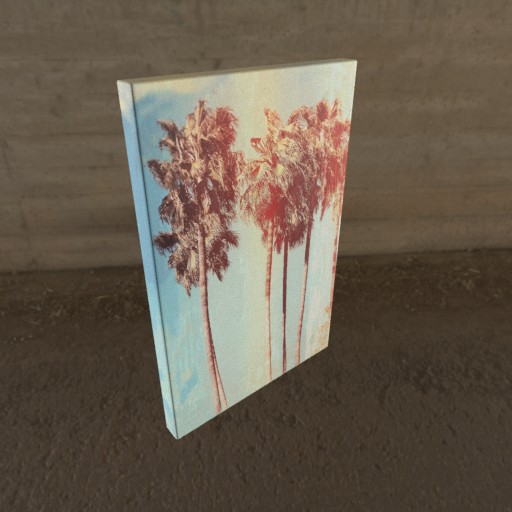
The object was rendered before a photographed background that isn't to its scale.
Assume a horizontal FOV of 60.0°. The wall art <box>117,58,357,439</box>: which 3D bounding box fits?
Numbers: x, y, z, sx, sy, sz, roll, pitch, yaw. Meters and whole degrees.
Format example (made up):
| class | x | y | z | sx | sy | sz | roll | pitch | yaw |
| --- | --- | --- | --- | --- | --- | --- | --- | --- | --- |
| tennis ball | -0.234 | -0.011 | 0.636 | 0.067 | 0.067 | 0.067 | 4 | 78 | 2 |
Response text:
| class | x | y | z | sx | sy | sz | roll | pitch | yaw |
| --- | --- | --- | --- | --- | --- | --- | --- | --- | --- |
| wall art | 0.000 | 0.000 | 0.776 | 0.401 | 0.610 | 0.038 | -22 | 36 | -34 |
